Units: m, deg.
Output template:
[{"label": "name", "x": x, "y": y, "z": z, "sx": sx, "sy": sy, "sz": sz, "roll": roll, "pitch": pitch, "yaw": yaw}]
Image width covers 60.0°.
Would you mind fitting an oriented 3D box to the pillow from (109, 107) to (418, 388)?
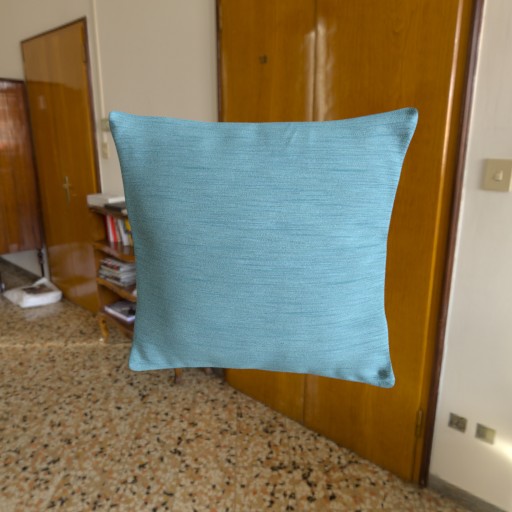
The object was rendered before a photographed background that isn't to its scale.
[{"label": "pillow", "x": 0.000, "y": 0.000, "z": 0.657, "sx": 0.433, "sy": 0.415, "sz": 0.151, "roll": 2, "pitch": 15, "yaw": 7}]
